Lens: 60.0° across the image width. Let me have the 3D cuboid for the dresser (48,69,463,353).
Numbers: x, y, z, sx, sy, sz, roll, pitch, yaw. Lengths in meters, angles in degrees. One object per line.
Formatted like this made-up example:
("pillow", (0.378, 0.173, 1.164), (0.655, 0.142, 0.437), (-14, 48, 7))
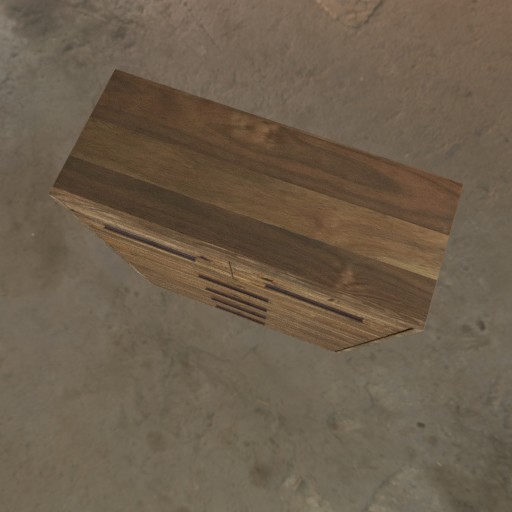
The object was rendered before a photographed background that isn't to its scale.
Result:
("dresser", (0.000, 0.000, 1.891), (1.062, 1.393, 0.442), (20, 76, 5))
